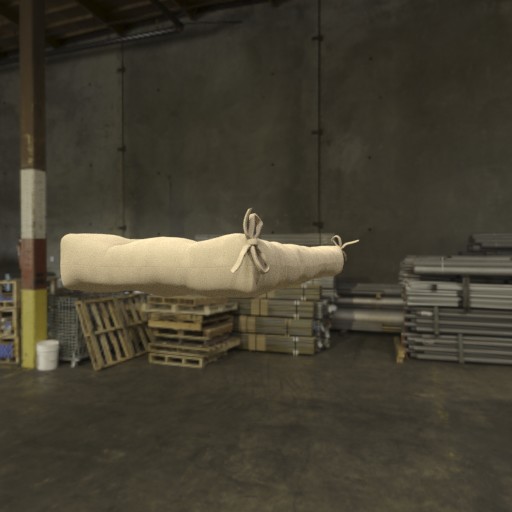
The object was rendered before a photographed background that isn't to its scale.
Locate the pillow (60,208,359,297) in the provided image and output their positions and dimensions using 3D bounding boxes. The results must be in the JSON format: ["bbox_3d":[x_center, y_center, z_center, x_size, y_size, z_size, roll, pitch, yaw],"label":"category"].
[{"bbox_3d":[0.000,0.000,1.359,0.511,0.174,1.194,0,0,19],"label":"pillow"}]
